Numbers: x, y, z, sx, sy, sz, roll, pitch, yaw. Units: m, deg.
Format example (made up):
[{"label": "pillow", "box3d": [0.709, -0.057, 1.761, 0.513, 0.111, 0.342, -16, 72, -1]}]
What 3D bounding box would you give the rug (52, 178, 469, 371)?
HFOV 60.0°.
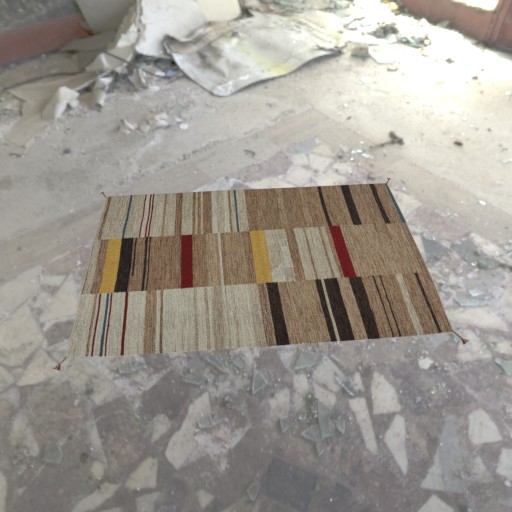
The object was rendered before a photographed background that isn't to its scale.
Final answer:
[{"label": "rug", "box3d": [0.000, 0.000, 2.438, 1.918, 0.007, 1.268, -3, 47, -3]}]
